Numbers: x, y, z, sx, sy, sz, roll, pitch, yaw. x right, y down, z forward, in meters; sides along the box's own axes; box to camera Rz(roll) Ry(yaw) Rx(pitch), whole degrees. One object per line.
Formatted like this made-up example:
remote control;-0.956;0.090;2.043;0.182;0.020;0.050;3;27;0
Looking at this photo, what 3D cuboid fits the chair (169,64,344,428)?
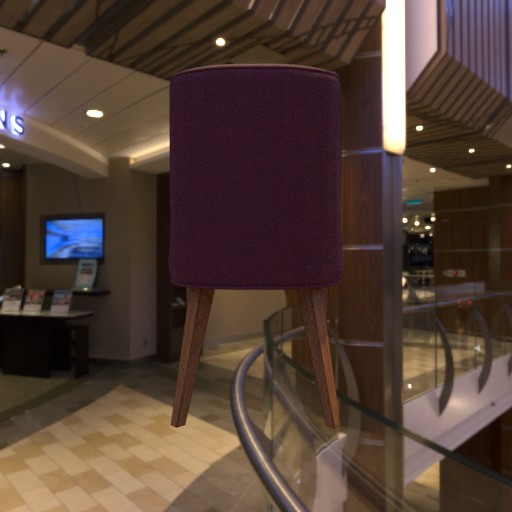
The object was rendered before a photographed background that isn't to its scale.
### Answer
chair;0.000;0.000;1.326;0.548;0.916;0.638;0;-1;1
